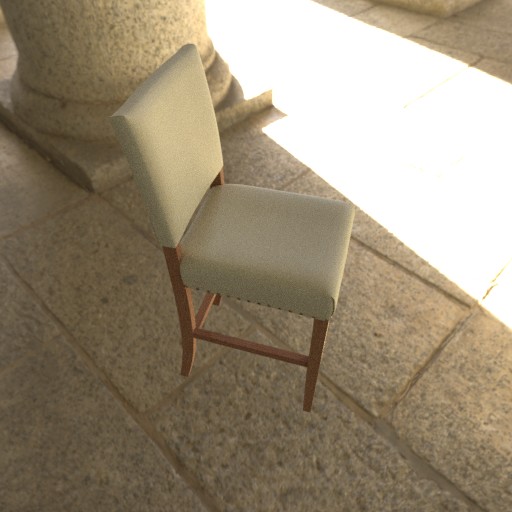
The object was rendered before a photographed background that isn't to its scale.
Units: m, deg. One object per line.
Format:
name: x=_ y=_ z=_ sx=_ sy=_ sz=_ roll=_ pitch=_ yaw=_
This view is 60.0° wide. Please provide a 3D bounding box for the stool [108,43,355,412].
stool: x=0.000 y=0.000 z=1.487 sx=0.584 sy=1.168 sz=0.445 roll=12 pitch=47 yaw=11
